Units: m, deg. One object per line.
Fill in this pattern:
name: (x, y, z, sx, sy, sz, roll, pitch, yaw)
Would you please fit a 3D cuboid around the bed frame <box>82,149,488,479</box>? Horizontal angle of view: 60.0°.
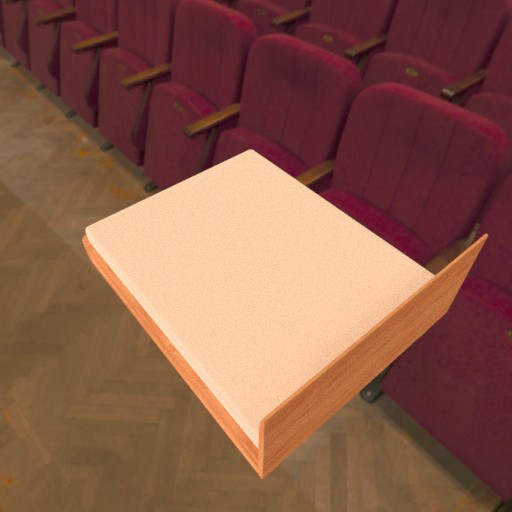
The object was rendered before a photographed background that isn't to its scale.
bed frame: (0.000, 0.000, 3.017, 1.660, 0.940, 2.092, -32, 55, -26)
